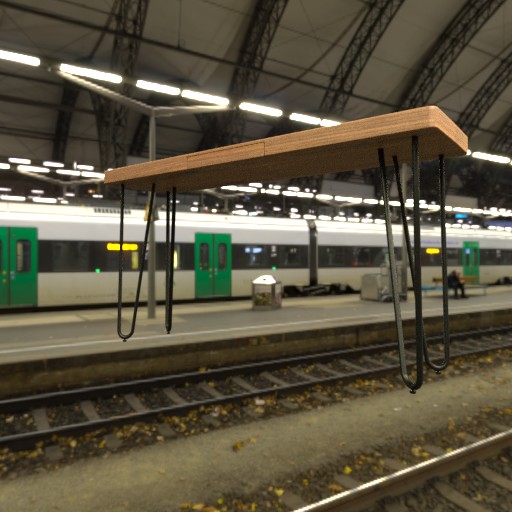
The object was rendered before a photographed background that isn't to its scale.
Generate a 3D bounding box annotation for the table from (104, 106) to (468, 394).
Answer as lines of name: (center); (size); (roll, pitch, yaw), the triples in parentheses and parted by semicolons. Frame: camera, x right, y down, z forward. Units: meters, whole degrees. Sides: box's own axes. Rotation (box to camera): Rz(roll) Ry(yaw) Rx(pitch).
table: (0.000, 0.000, 1.868); (1.570, 0.834, 0.425); (0, -1, 37)
